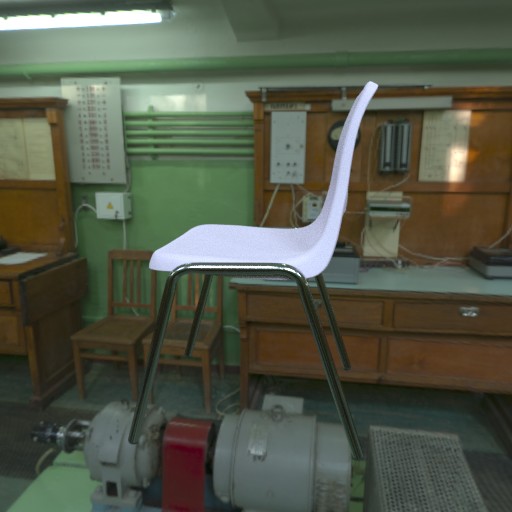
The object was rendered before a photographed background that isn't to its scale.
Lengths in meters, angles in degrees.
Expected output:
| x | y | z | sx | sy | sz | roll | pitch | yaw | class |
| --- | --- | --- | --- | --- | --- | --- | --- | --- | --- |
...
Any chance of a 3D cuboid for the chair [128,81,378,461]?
| x | y | z | sx | sy | sz | roll | pitch | yaw | class |
| --- | --- | --- | --- | --- | --- | --- | --- | --- | --- |
| 0.000 | 0.000 | 0.907 | 0.436 | 0.653 | 0.381 | 2 | 14 | 8 | chair |
